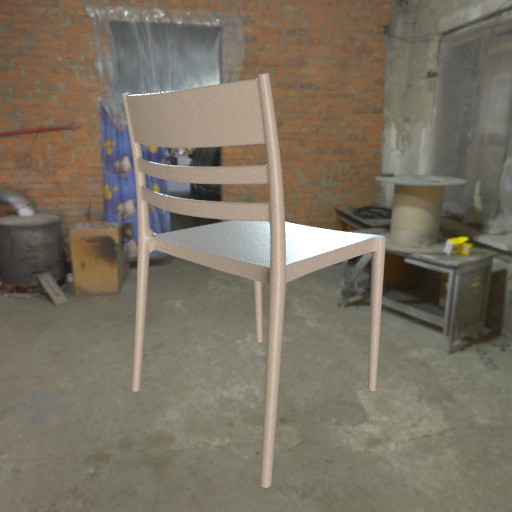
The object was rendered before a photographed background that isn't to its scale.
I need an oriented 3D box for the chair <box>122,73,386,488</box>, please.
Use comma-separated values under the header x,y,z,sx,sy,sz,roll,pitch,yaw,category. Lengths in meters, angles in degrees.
x,y,z,sx,sy,sz,roll,pitch,yaw,category
0.000,0.000,1.145,0.531,0.800,0.511,14,20,43,chair
